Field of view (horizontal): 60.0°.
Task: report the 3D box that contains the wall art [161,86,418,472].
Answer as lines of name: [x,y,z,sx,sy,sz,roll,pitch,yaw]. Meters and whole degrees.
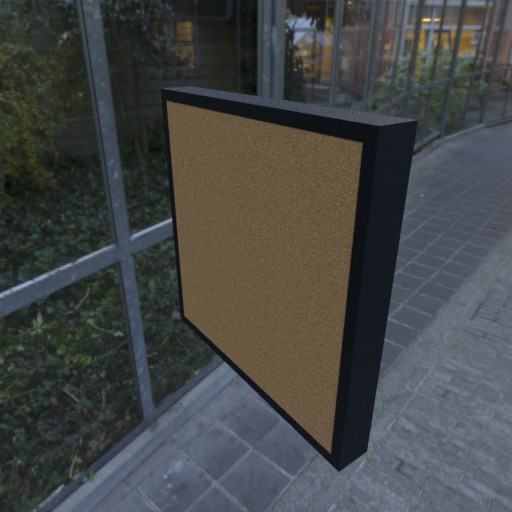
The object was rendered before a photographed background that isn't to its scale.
wall art: [0.000,0.000,0.454,0.038,0.304,0.305,-18,31,-32]
